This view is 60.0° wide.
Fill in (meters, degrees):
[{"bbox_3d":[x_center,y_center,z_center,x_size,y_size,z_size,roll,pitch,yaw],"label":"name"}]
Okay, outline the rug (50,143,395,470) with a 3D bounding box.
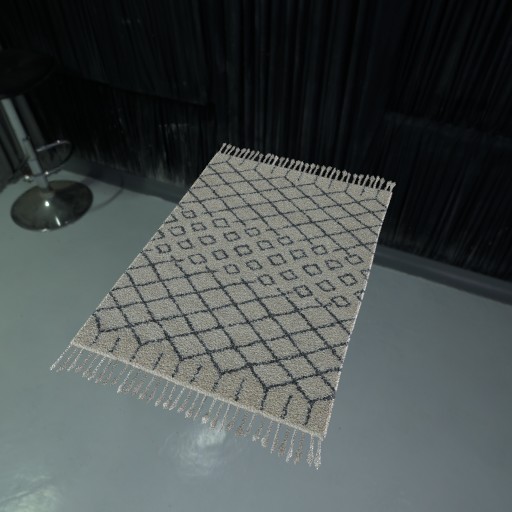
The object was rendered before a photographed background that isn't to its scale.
[{"bbox_3d":[0.000,0.000,3.275,1.664,0.029,2.615,16,49,14],"label":"rug"}]
